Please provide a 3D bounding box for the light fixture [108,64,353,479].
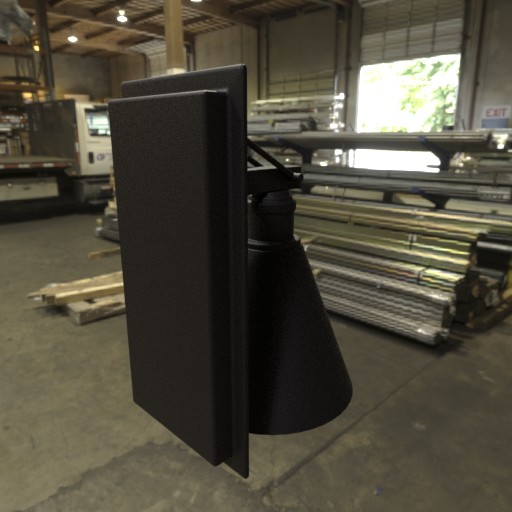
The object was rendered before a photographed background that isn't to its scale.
[{"bbox_3d":[0.000,0.000,0.409,0.207,0.298,0.170,-15,22,-43],"label":"light fixture"}]
